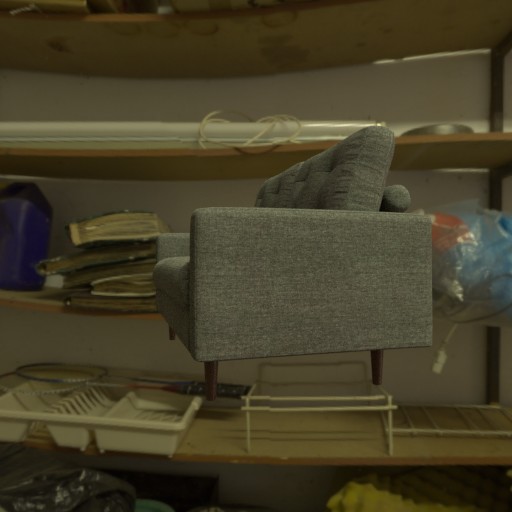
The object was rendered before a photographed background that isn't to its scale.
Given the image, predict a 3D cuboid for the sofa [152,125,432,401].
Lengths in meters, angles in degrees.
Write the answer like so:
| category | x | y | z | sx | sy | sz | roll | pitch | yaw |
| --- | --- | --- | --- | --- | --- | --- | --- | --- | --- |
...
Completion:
| category | x | y | z | sx | sy | sz | roll | pitch | yaw |
| --- | --- | --- | --- | --- | --- | --- | --- | --- | --- |
| sofa | 0.000 | 0.000 | 1.995 | 0.842 | 0.907 | 1.407 | 0 | -1 | -17 |
